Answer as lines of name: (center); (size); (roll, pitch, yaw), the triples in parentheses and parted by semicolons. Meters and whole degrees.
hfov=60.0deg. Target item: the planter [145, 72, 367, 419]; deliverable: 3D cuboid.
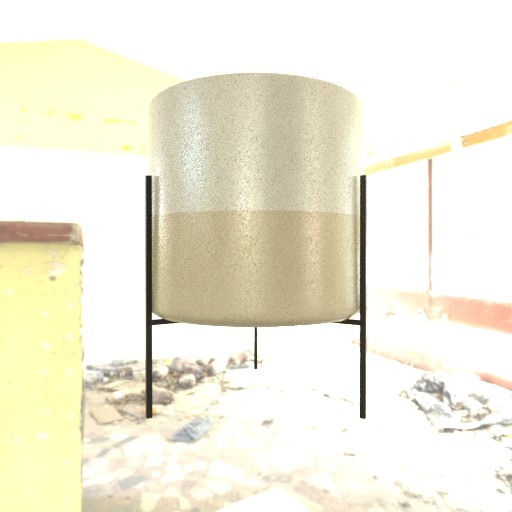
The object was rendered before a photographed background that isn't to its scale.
planter: (0.000, 0.000, 0.760); (0.359, 0.484, 0.368); (0, 1, 0)
